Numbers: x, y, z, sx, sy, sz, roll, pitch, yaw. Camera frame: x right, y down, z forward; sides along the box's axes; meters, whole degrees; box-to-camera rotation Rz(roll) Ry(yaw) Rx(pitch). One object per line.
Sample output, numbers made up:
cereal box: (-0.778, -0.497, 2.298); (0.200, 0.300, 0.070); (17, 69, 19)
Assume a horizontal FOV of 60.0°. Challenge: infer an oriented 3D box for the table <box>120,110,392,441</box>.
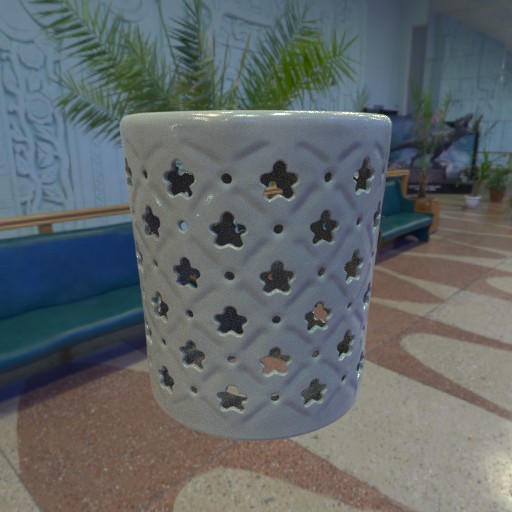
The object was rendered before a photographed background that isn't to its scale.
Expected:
table: (0.000, 0.000, 0.639); (0.352, 0.387, 0.352); (0, 15, 0)
